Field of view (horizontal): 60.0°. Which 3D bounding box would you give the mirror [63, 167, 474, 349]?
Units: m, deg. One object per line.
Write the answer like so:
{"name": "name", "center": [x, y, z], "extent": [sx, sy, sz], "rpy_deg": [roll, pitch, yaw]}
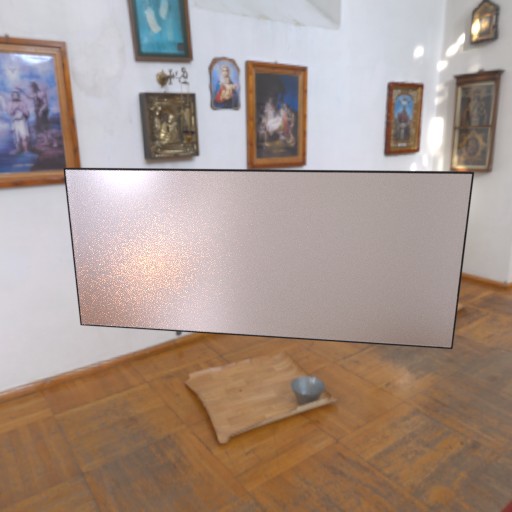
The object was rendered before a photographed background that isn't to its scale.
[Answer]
{"name": "mirror", "center": [0.000, 0.000, 1.804], "extent": [1.584, 0.692, 0.047], "rpy_deg": [2, 15, 8]}
